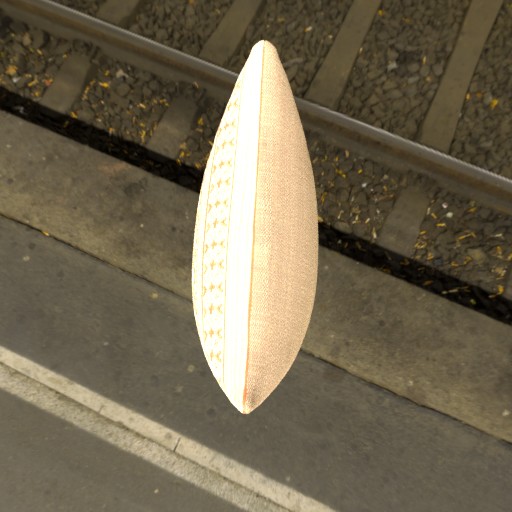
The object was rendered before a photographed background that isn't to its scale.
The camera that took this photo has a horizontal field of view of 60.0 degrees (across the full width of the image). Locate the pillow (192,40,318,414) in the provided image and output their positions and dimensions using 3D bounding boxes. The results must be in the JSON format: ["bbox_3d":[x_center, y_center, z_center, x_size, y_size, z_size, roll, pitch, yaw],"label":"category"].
[{"bbox_3d":[0.000,0.000,0.815,0.215,0.519,0.521,3,76,1],"label":"pillow"}]
